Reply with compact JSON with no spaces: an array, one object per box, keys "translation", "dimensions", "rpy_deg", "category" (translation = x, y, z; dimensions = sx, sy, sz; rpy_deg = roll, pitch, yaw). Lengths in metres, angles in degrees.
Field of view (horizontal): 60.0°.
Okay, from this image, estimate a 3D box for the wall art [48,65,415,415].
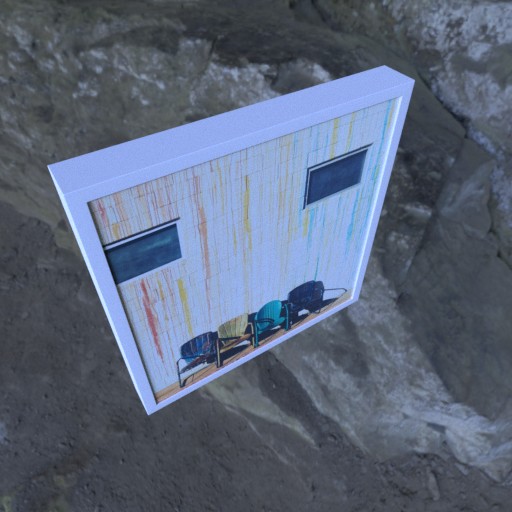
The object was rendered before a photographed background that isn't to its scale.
[{"translation":[0.000,0.000,0.449],"dimensions":[0.305,0.305,0.038],"rpy_deg":[-24,50,-22],"category":"wall art"}]
